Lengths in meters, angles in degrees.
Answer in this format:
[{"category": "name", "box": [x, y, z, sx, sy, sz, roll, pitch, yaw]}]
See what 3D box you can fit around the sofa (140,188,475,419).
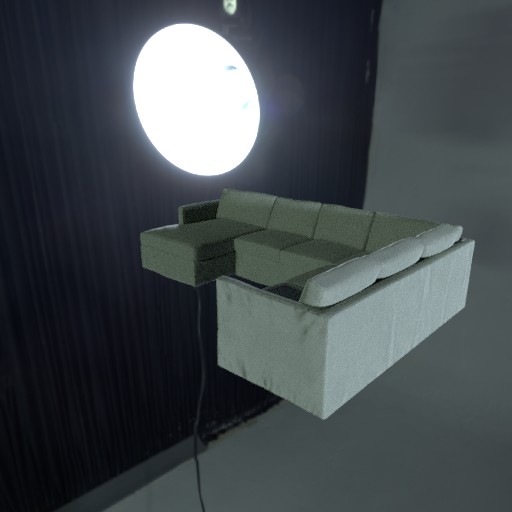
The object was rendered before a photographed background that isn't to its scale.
[{"category": "sofa", "box": [0.000, 0.000, 4.551, 3.434, 0.869, 2.440, 16, 23, 41]}]
